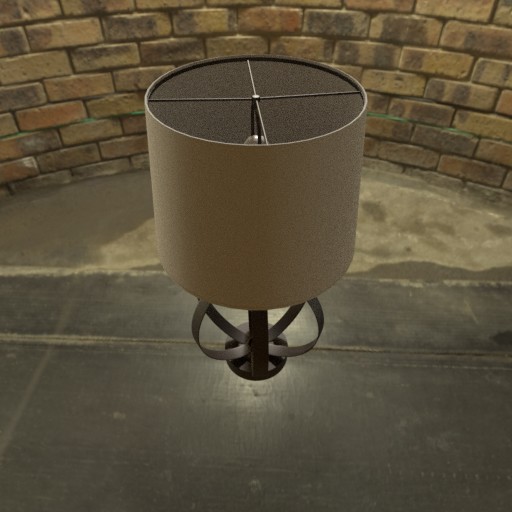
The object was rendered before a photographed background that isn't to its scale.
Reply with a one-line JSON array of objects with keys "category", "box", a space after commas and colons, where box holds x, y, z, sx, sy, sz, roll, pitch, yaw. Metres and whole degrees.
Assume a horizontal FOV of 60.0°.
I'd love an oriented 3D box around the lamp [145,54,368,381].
[{"category": "lamp", "box": [0.000, 0.000, 0.680, 0.286, 0.510, 0.286, 0, 43, 0]}]
